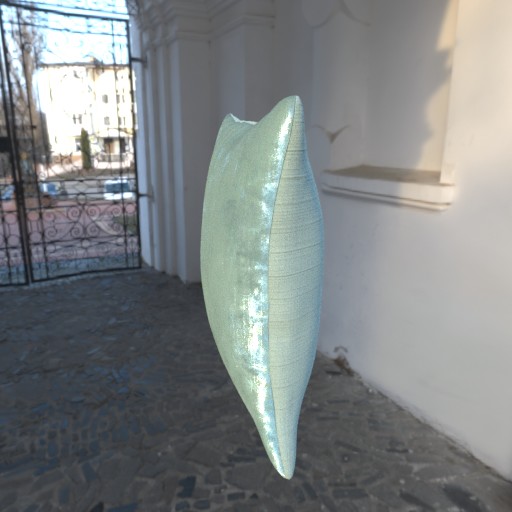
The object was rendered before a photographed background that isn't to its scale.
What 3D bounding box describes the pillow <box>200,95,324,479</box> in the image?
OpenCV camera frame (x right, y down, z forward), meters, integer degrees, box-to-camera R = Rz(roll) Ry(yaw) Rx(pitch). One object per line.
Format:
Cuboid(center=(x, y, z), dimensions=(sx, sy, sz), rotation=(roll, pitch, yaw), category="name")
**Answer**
Cuboid(center=(0.000, 0.000, 0.720), dimensions=(0.175, 0.464, 0.470), rotation=(-3, 15, -10), category="pillow")
